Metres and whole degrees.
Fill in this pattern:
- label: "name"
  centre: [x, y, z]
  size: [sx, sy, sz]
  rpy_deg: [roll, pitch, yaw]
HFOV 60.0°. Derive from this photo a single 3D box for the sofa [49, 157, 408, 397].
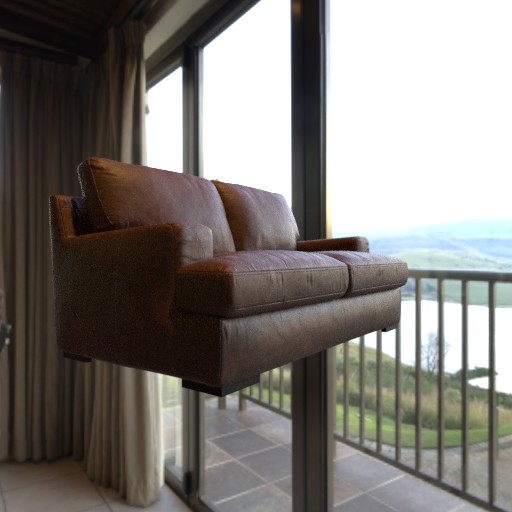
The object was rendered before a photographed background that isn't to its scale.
- label: "sofa"
  centre: [0.000, 0.000, 2.488]
  size: [1.143, 0.939, 1.880]
  rpy_deg: [0, 0, 37]
